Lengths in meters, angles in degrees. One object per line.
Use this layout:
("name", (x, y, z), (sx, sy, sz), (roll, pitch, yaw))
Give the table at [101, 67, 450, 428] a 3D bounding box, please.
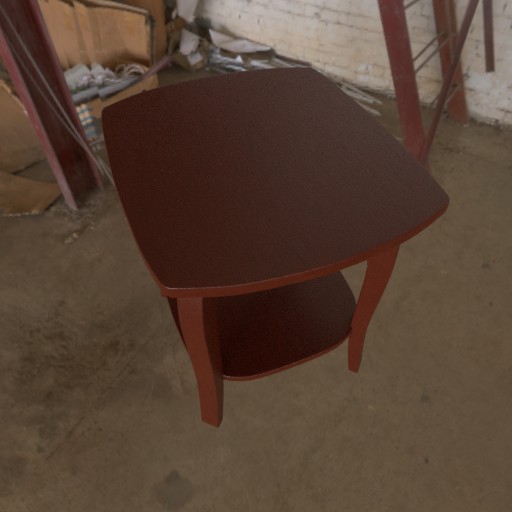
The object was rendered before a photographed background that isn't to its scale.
("table", (0.000, 0.000, 0.864), (0.433, 0.496, 0.502), (-17, 50, -14))
